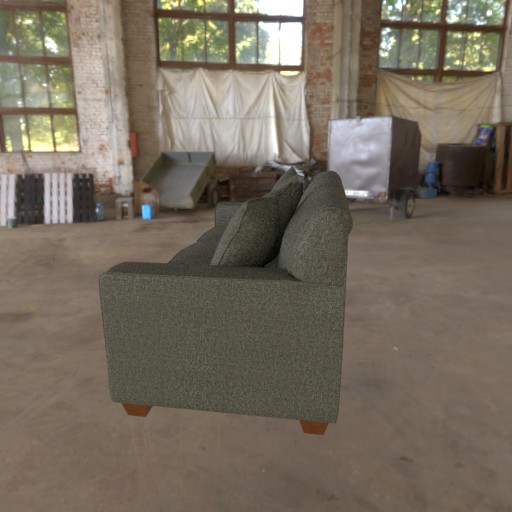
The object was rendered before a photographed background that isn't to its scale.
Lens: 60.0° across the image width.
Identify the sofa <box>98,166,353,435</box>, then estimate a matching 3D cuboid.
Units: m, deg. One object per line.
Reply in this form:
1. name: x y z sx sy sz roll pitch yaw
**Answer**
1. sofa: 0.000 0.000 2.632 0.997 0.958 2.024 2 15 9
